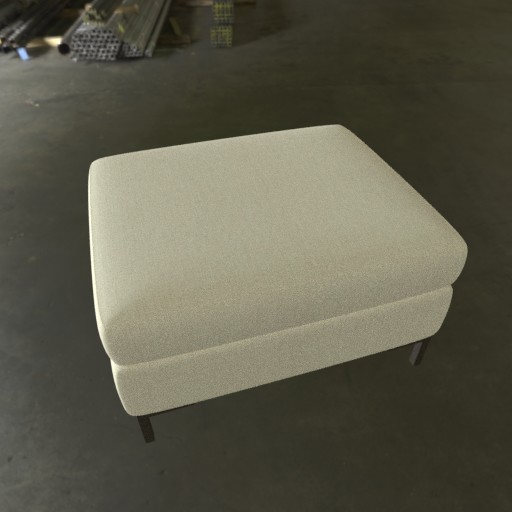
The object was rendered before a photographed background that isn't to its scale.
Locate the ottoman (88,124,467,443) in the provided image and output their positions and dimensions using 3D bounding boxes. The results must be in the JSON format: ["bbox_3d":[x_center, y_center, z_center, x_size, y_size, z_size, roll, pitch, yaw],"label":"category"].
[{"bbox_3d":[0.000,0.000,1.196,0.794,0.453,0.657,-12,42,-13],"label":"ottoman"}]
